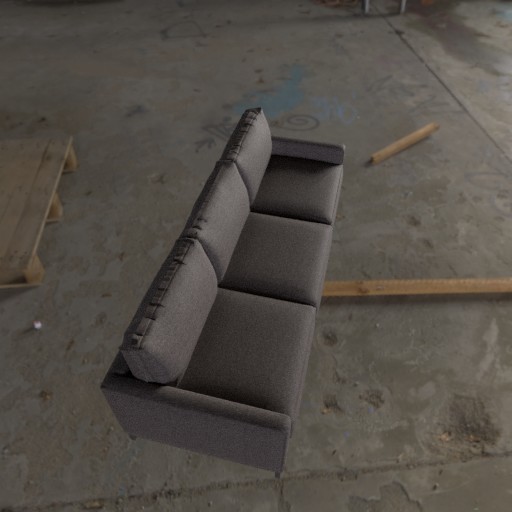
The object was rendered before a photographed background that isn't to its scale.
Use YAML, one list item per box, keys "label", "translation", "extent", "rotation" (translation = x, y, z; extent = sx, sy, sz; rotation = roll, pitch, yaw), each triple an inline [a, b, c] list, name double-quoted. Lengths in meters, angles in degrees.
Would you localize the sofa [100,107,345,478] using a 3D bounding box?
- label: "sofa"
  translation: [0.000, 0.000, 2.742]
  extent: [0.876, 0.882, 2.253]
  rotation: [10, 47, 10]
